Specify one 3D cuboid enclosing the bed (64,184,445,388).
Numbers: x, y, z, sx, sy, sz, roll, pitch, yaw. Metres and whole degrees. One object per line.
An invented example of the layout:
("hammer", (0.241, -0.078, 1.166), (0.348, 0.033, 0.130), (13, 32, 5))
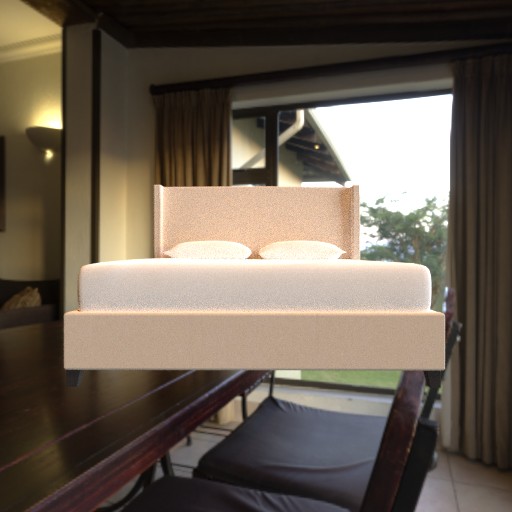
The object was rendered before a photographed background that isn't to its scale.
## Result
("bed", (0.000, 0.000, 3.616), (2.145, 1.471, 2.293), (0, 0, 0))
